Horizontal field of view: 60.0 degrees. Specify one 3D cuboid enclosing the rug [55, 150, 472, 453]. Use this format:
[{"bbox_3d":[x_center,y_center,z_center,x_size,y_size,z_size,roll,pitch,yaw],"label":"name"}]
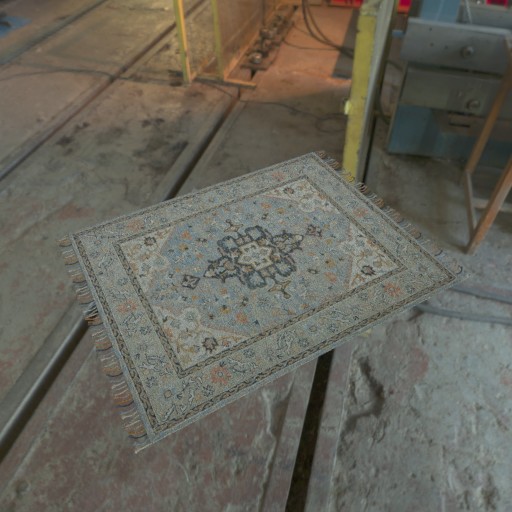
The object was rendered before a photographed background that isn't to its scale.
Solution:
[{"bbox_3d":[0.000,0.000,4.201,3.221,0.011,2.379,-22,50,-20],"label":"rug"}]
